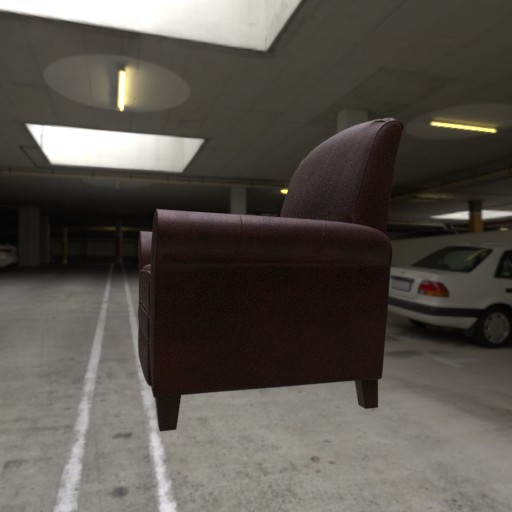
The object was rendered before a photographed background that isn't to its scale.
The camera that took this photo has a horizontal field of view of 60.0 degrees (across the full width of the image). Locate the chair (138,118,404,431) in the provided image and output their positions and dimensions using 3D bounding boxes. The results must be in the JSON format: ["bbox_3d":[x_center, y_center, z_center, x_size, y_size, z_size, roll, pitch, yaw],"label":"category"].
[{"bbox_3d":[0.000,0.000,1.783,0.902,1.061,0.978,0,-1,-18],"label":"chair"}]
